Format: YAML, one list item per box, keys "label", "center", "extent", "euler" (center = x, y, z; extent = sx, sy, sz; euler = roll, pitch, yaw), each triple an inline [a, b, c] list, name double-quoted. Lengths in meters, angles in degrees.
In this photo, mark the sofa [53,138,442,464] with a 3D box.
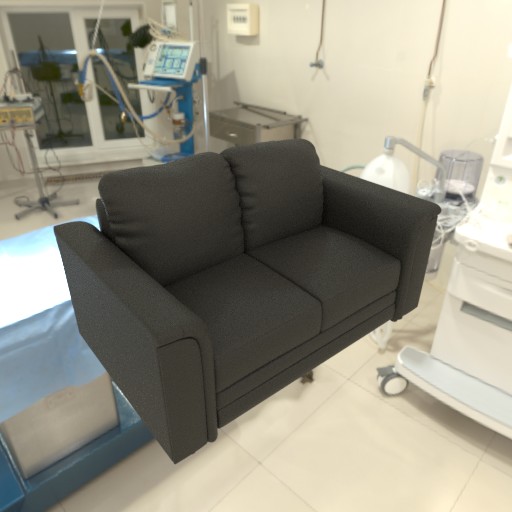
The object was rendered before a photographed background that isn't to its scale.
- label: "sofa"
  center: [0.000, 0.000, 1.943]
  extent: [1.386, 0.845, 0.887]
  euler: [-22, 36, -33]
